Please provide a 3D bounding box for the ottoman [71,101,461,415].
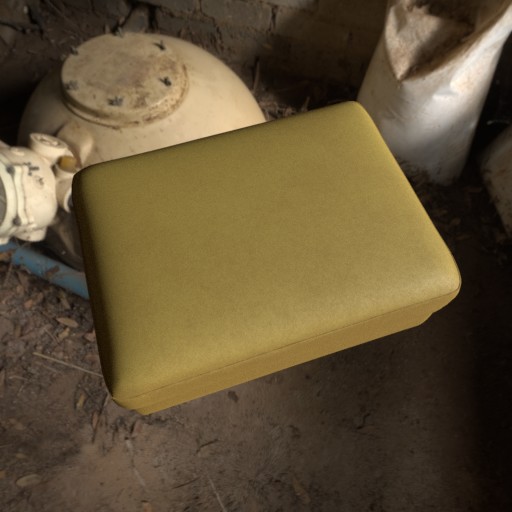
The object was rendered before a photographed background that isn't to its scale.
[{"bbox_3d":[0.000,0.000,1.172,0.811,0.449,0.608,-16,64,-8],"label":"ottoman"}]
